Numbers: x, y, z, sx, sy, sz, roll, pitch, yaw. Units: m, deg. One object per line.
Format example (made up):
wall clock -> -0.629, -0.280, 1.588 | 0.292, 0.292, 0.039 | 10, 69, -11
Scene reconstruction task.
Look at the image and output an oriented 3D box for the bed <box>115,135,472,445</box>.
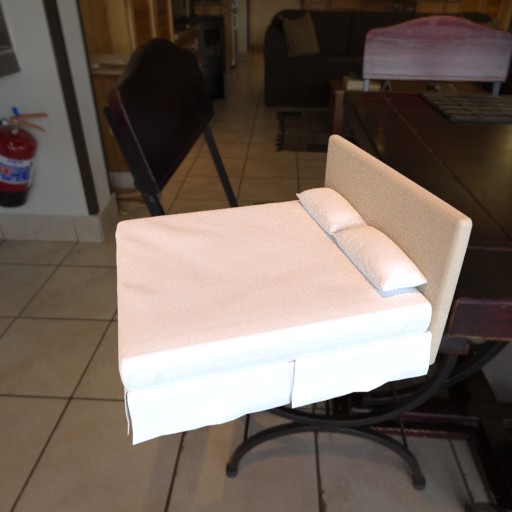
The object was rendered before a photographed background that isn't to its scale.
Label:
bed -> 0.000, 0.000, 3.650 | 2.319, 1.317, 2.119 | -8, 32, -13
